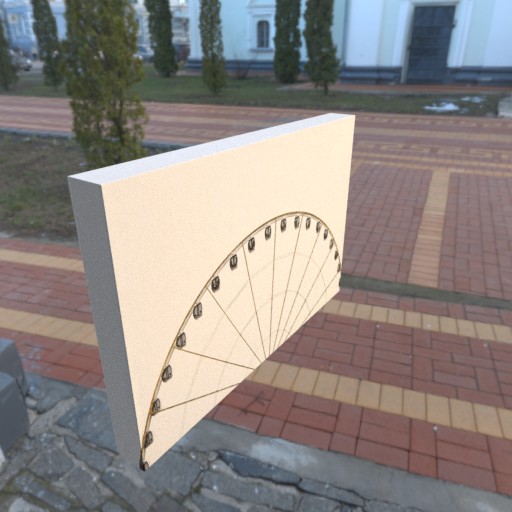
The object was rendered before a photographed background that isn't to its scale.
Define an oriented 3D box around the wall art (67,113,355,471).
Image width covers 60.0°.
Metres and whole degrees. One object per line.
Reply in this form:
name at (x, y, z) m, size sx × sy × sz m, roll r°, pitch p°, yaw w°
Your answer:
wall art at (0.000, 0.000, 0.479) m, size 0.039 × 0.254 × 0.384 m, roll 17°, pitch 30°, yaw 32°
